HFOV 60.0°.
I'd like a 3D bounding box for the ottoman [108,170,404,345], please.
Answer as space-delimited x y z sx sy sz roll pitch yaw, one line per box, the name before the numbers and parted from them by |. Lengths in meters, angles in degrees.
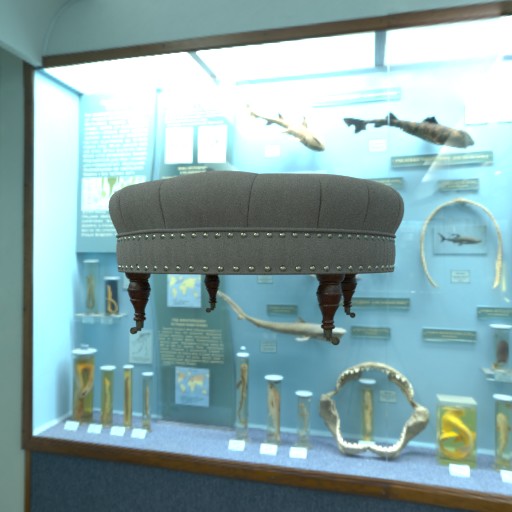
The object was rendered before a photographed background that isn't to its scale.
ottoman | 0.000 0.000 1.418 0.901 0.439 0.901 0 -1 0
